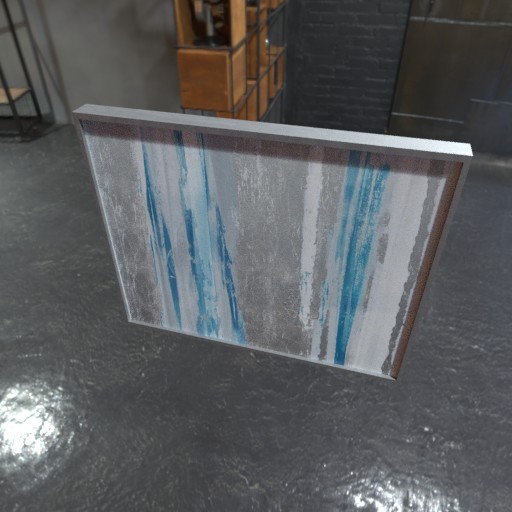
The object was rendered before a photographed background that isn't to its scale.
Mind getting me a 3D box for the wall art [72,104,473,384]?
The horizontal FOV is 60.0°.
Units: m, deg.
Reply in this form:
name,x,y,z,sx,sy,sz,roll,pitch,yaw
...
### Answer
name,x,y,z,sx,sy,sz,roll,pitch,yaw
wall art,0.000,0.000,0.749,0.557,0.450,0.037,10,39,12
